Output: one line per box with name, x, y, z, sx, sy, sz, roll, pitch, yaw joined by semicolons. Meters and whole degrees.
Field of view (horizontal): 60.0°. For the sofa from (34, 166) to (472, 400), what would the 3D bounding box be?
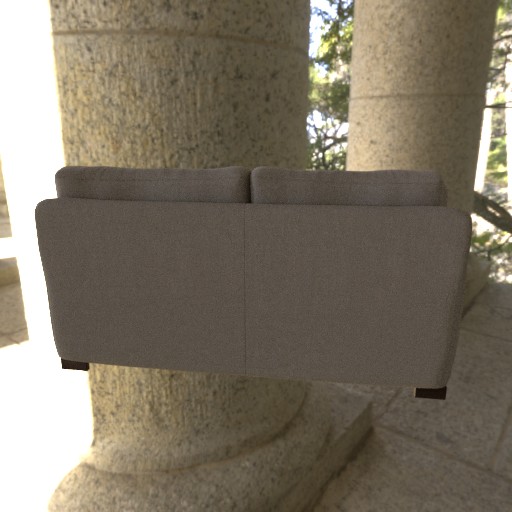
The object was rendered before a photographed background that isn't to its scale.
sofa;0.000;0.000;2.340;1.855;0.980;0.962;2;16;8
